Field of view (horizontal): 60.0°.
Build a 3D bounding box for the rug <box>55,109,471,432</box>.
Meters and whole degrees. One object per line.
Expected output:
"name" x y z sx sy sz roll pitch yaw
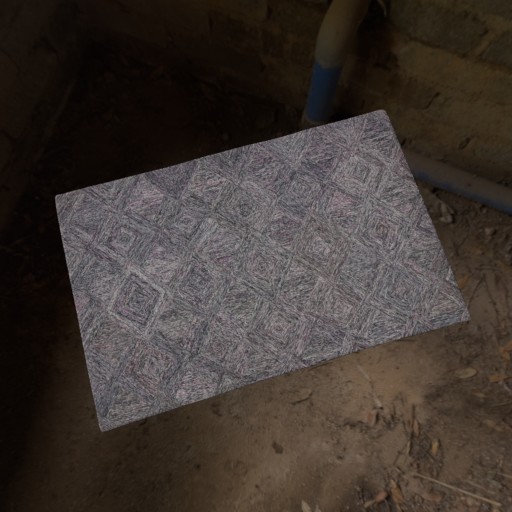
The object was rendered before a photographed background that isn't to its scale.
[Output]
"rug" 0.000 0.000 2.129 1.752 0.013 1.158 -16 76 -4
